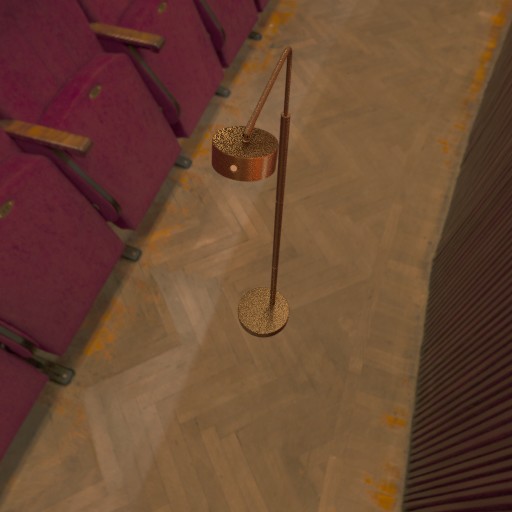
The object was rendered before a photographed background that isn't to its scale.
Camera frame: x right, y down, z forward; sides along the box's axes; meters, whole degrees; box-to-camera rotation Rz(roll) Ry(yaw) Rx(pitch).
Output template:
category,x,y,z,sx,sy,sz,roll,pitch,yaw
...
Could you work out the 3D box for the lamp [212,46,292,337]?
category,x,y,z,sx,sy,sz,roll,pitch,yaw
lamp,0.000,0.000,1.349,0.219,1.230,0.418,16,59,10
